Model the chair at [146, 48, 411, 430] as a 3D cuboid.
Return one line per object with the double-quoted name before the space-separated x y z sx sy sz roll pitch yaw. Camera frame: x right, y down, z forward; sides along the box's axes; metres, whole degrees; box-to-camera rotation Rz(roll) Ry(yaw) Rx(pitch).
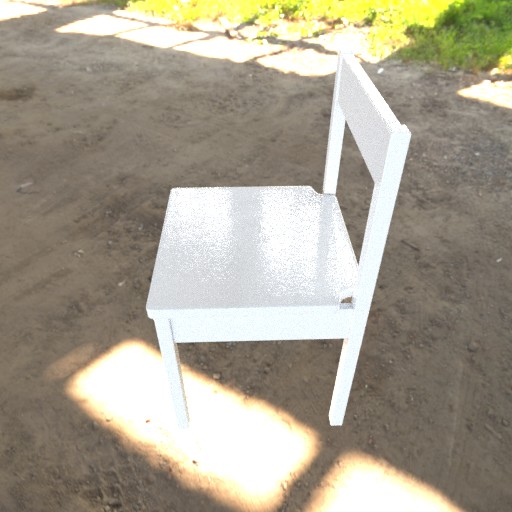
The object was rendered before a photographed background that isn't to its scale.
"chair" 0.000 0.000 0.869 0.361 0.668 0.367 -1 40 -1
